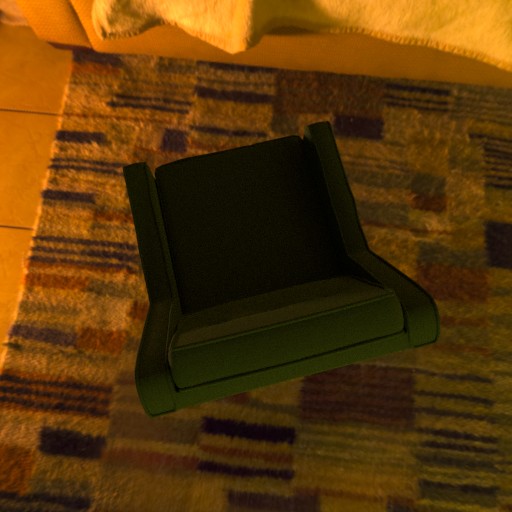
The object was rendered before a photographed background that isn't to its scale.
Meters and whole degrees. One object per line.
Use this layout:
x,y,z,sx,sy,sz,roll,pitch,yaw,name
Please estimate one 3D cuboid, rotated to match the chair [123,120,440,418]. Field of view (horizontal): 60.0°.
0.000,0.000,1.338,0.663,0.792,0.743,-14,75,-4,chair
